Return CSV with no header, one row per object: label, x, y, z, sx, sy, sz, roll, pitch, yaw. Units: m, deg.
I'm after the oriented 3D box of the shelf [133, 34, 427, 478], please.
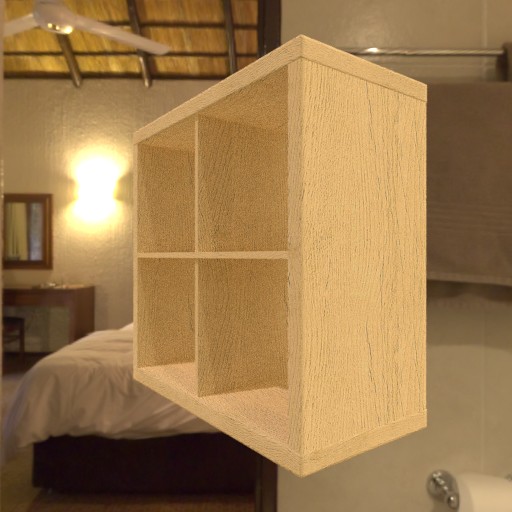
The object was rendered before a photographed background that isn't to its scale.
shelf,0.000,0.000,1.218,0.390,0.786,0.790,0,0,-37
